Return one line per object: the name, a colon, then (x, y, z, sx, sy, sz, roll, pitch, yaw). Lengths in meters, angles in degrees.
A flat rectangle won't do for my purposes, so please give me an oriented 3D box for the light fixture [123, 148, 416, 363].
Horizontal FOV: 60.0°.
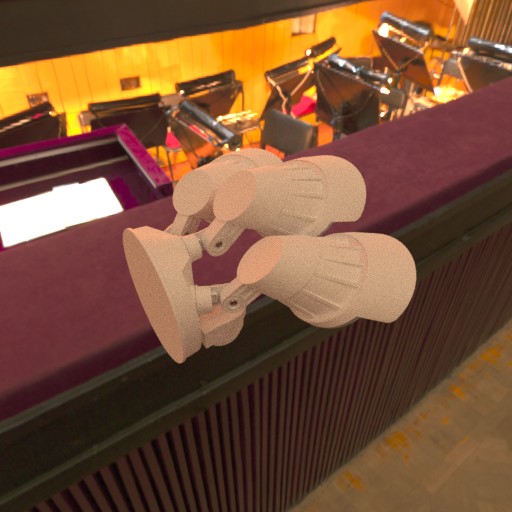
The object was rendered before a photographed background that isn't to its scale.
light fixture: (0.000, 0.000, 0.555, 0.278, 0.237, 0.369, -23, 45, -24)
